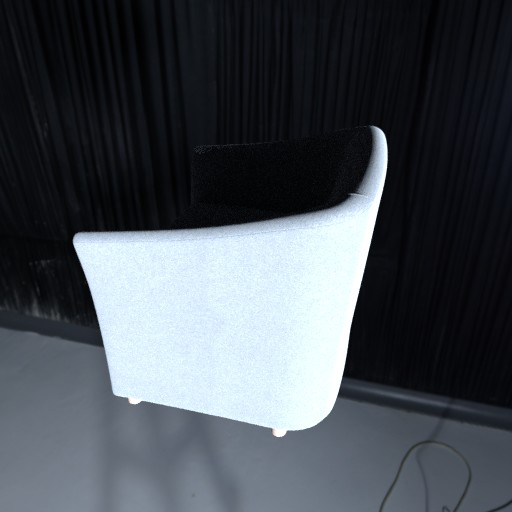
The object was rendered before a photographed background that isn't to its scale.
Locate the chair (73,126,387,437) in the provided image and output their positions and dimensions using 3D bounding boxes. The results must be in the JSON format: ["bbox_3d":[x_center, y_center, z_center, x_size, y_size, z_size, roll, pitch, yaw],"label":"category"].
[{"bbox_3d":[0.000,0.000,1.388,0.700,0.720,0.790,8,30,13],"label":"chair"}]
